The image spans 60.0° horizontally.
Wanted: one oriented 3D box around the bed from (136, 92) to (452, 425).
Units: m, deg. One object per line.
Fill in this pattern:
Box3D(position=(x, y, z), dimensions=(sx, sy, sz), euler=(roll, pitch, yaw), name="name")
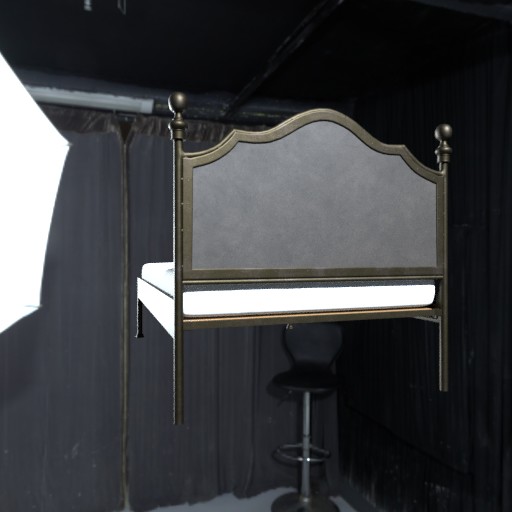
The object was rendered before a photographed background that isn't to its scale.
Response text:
Box3D(position=(0.000, 0.000, 3.170), dimensions=(1.533, 1.462, 2.170), euler=(0, 0, -19), name="bed")
